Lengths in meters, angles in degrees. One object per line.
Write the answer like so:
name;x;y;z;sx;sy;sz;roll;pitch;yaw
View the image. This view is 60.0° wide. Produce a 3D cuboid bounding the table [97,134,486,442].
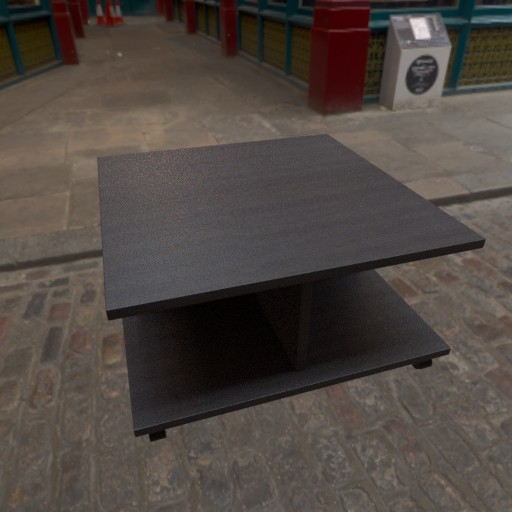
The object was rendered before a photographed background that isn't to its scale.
table;0.000;0.000;1.235;0.762;0.396;0.762;-10;34;-15
